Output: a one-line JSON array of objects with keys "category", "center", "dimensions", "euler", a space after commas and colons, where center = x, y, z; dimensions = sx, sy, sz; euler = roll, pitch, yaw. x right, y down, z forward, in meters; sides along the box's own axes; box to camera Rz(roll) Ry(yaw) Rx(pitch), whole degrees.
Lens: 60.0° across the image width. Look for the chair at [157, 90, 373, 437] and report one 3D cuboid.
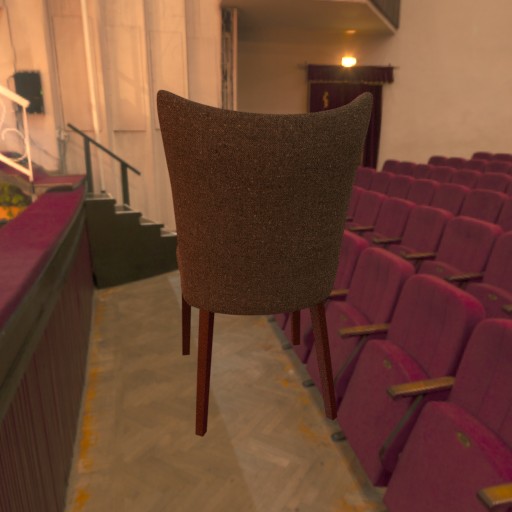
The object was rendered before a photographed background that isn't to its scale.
[{"category": "chair", "center": [0.000, 0.000, 1.357], "dimensions": [0.535, 0.924, 0.623], "euler": [-3, 16, -10]}]
